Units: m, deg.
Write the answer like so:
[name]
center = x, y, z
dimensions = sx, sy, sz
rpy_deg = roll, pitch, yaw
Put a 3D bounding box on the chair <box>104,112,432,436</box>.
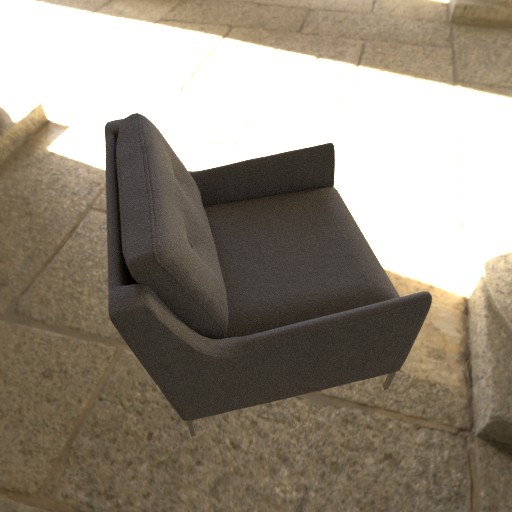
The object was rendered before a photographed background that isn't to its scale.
[chair]
center = 0.000, 0.000, 1.529
dimensions = 0.849, 0.828, 0.847
rpy_deg = -10, 48, -9
